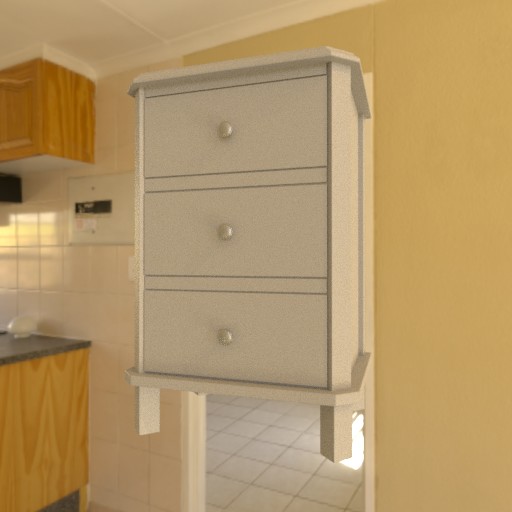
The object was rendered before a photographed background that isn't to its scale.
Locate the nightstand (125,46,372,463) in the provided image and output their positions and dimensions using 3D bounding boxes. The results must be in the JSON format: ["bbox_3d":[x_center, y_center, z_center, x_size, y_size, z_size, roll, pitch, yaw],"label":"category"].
[{"bbox_3d":[0.000,0.000,0.929,0.450,0.680,0.350,0,0,18],"label":"nightstand"}]
